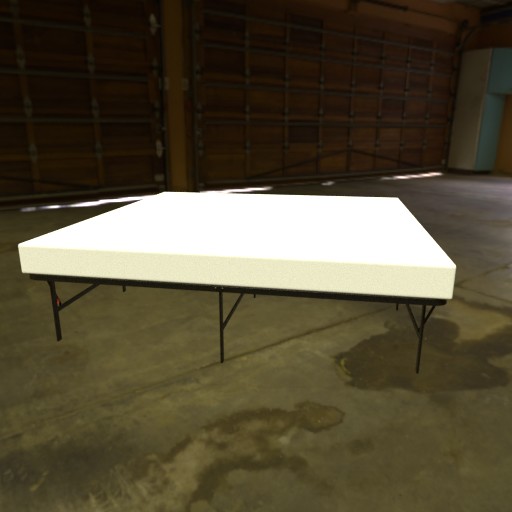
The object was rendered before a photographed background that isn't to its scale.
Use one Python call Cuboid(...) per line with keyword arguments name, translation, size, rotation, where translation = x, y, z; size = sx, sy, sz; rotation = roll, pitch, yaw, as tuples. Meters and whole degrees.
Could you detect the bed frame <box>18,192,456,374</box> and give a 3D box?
Cuboid(name="bed frame", translation=(0.000, 0.000, 2.992), size=(2.032, 0.559, 1.930), rotation=(3, 16, 10))
